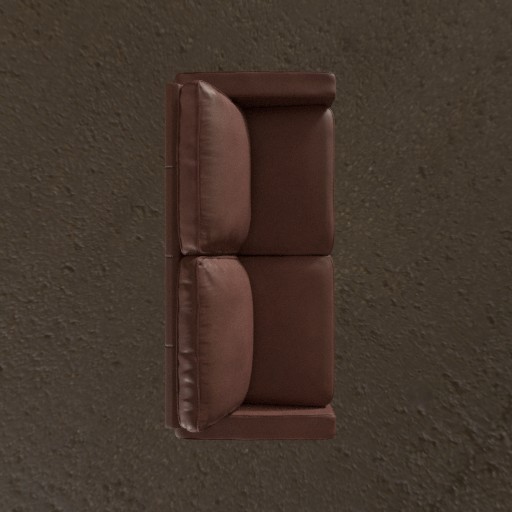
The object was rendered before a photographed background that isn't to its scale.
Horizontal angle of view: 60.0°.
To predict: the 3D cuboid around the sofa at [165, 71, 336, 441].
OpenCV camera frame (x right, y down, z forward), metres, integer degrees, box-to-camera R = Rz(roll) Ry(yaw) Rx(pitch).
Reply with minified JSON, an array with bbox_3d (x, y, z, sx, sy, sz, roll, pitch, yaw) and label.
[{"bbox_3d":[0.000,0.000,2.610,0.940,0.919,2.080,0,90,0],"label":"sofa"}]
